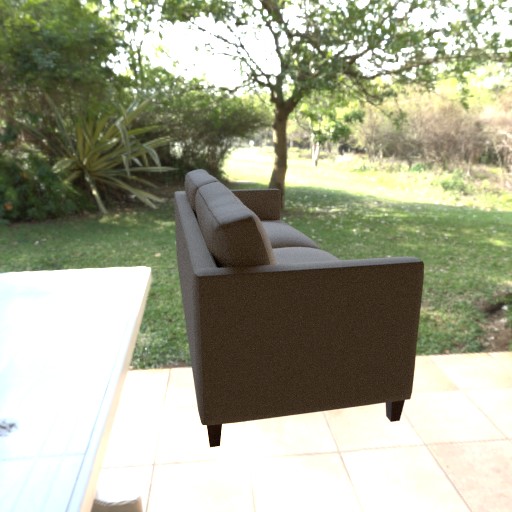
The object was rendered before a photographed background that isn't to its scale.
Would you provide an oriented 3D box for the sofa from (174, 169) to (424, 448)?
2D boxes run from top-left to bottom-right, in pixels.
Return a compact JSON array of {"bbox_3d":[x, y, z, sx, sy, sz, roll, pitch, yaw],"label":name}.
[{"bbox_3d":[0.000,0.000,2.843,0.951,0.968,2.361,-3,16,-11],"label":"sofa"}]
